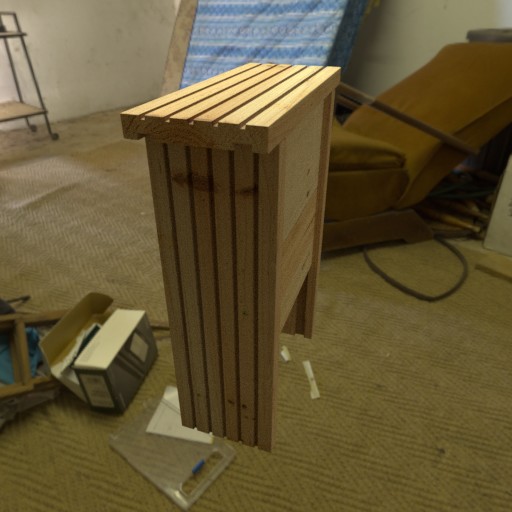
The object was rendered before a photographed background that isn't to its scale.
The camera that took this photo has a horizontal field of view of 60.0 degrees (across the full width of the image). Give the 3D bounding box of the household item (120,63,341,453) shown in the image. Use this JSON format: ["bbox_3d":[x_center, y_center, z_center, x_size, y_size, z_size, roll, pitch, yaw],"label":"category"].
[{"bbox_3d":[0.000,0.000,0.556,0.123,0.407,0.301,10,32,16],"label":"household item"}]
